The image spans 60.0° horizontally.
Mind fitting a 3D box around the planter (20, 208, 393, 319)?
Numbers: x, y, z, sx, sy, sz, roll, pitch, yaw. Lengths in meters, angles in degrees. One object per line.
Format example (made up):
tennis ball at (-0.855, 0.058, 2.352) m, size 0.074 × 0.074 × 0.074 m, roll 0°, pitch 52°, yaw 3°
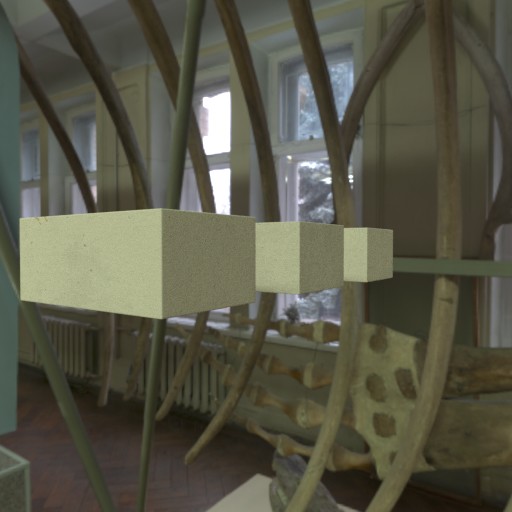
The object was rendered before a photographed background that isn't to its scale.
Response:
planter at (0.000, 0.000, 0.377) m, size 0.127 × 0.051 × 0.333 m, roll 1°, pitch 2°, yaw 35°
